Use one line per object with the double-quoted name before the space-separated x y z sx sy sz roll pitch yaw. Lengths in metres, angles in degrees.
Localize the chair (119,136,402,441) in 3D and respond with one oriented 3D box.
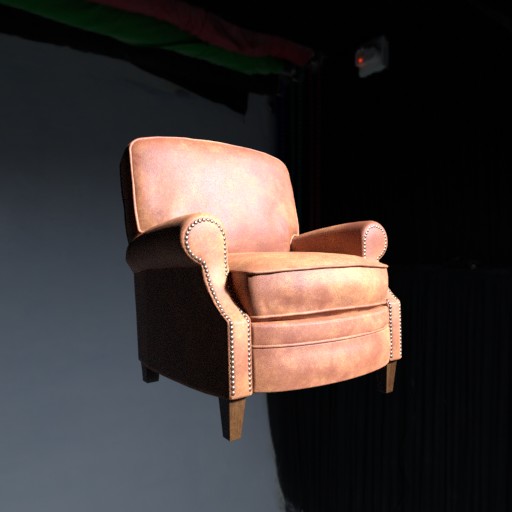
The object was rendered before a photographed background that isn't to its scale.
"chair" 0.000 0.000 1.752 0.936 1.018 0.986 -1 2 -36
